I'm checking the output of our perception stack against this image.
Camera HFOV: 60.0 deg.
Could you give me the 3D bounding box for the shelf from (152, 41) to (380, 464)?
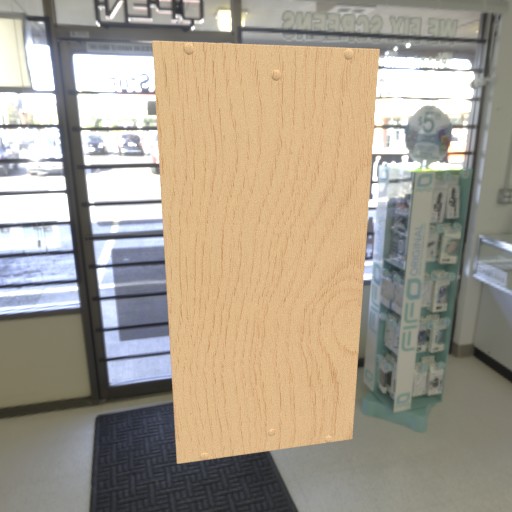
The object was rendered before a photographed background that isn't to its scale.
[{"bbox_3d":[0.000,0.000,0.726,0.290,0.600,0.200,-3,16,-11],"label":"shelf"}]
